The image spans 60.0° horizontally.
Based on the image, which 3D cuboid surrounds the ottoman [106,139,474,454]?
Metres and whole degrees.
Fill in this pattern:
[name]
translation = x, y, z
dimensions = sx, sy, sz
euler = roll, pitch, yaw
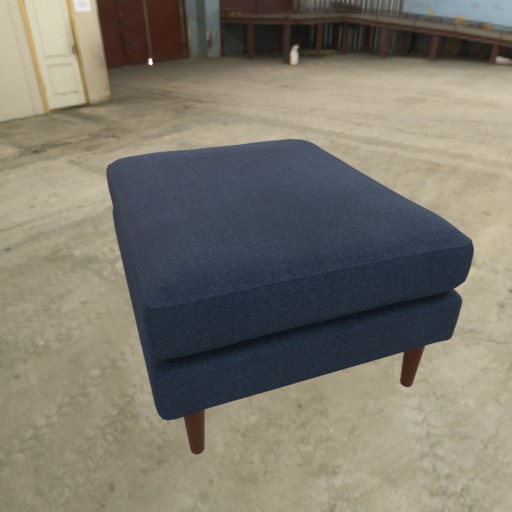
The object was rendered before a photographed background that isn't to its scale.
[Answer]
[ottoman]
translation = 0.000, 0.000, 1.220
dimensions = 0.693, 0.474, 0.821
euler = -11, 31, -18
